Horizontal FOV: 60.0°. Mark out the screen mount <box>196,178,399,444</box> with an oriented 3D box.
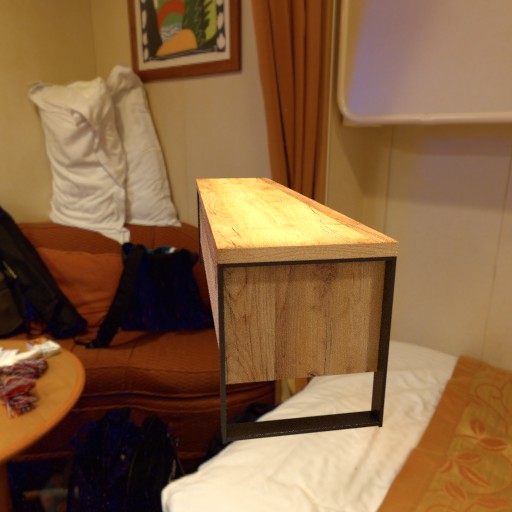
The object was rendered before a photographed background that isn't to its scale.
[{"bbox_3d":[0.000,0.000,1.684,0.395,0.450,1.524,-2,15,-9],"label":"screen mount"}]
